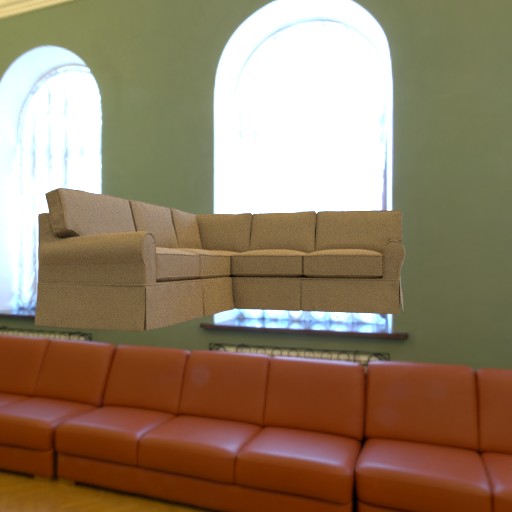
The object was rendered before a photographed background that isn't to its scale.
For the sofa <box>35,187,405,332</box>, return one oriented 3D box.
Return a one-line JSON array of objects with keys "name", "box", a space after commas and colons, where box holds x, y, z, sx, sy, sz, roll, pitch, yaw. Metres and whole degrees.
[{"name": "sofa", "box": [0.000, 0.000, 4.268, 2.733, 1.124, 2.730, 0, -1, 18]}]
